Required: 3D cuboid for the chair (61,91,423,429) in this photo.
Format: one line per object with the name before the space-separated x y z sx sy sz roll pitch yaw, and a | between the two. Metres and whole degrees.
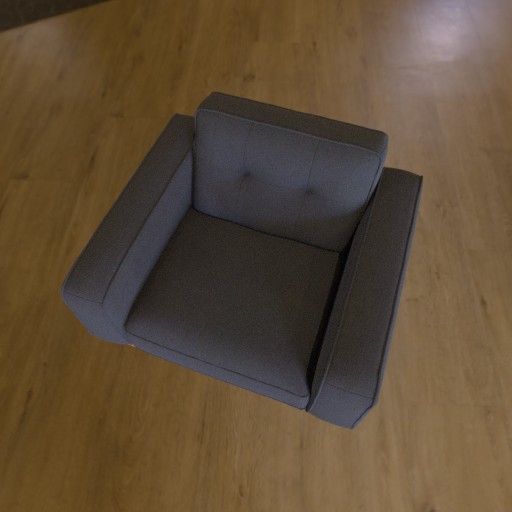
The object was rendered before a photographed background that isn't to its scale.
chair | 0.000 0.000 1.769 1.118 0.783 0.953 17 60 10
